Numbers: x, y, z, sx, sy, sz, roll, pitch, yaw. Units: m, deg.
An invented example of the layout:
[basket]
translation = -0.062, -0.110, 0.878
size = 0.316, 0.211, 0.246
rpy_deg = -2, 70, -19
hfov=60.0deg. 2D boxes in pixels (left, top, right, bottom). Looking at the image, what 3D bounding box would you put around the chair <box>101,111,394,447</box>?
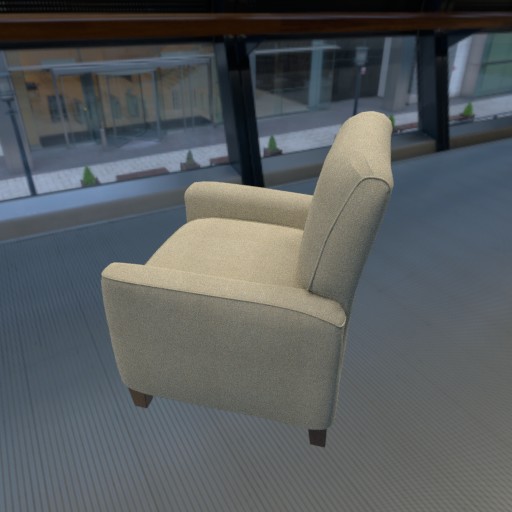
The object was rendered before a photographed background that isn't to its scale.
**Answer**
[chair]
translation = 0.000, 0.000, 1.649
size = 0.853, 1.006, 0.850
rpy_deg = 8, 32, 12
